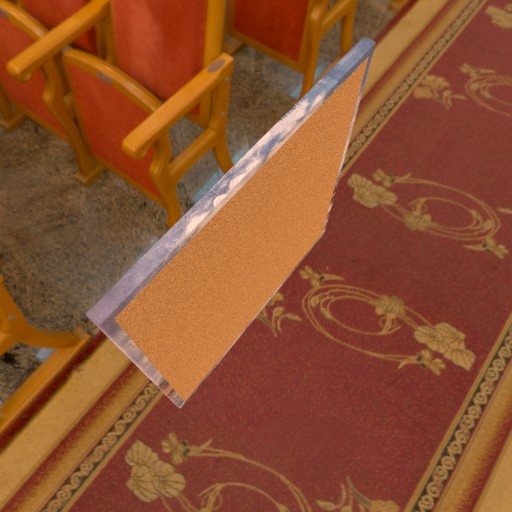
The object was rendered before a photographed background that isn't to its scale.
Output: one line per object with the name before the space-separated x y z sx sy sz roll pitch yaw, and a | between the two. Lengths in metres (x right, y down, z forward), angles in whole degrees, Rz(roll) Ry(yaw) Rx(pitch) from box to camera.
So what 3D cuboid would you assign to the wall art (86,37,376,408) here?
wall art | 0.000 0.000 1.470 0.040 1.020 1.010 35 68 16
